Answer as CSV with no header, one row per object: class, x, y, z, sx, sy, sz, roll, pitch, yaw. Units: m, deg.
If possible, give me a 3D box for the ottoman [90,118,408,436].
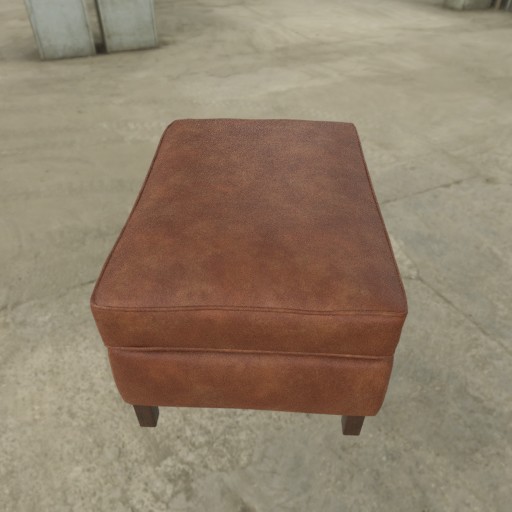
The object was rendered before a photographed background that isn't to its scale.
ottoman,0.000,0.000,0.978,0.501,0.418,0.665,2,40,2
